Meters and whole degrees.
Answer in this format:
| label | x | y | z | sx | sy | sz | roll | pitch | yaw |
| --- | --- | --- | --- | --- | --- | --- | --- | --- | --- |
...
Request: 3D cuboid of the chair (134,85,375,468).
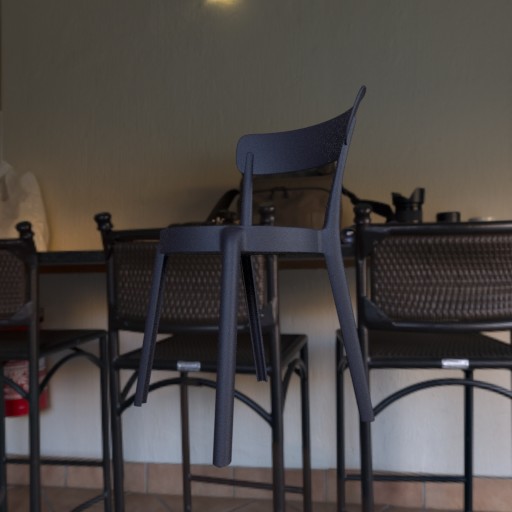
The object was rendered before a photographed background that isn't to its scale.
| label | x | y | z | sx | sy | sz | roll | pitch | yaw |
| --- | --- | --- | --- | --- | --- | --- | --- | --- | --- |
| chair | 0.000 | 0.000 | 1.139 | 0.491 | 0.790 | 0.506 | 1 | -1 | -35 |
